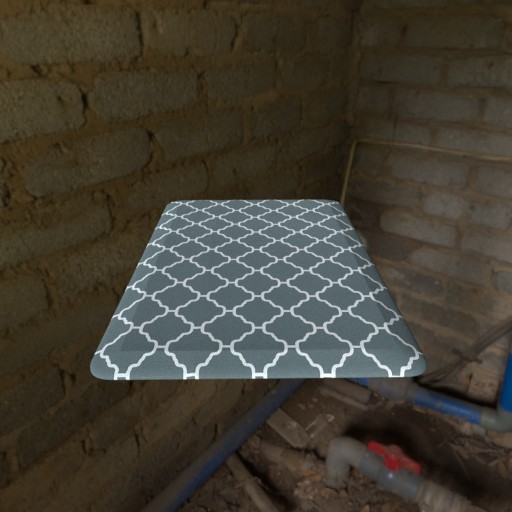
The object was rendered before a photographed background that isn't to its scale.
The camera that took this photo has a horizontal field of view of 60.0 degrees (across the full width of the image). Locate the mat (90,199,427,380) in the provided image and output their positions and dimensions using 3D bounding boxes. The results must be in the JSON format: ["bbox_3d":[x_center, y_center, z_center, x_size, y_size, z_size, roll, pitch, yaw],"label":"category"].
[{"bbox_3d":[0.000,0.000,0.976,0.508,0.021,0.762,0,26,-1],"label":"mat"}]
